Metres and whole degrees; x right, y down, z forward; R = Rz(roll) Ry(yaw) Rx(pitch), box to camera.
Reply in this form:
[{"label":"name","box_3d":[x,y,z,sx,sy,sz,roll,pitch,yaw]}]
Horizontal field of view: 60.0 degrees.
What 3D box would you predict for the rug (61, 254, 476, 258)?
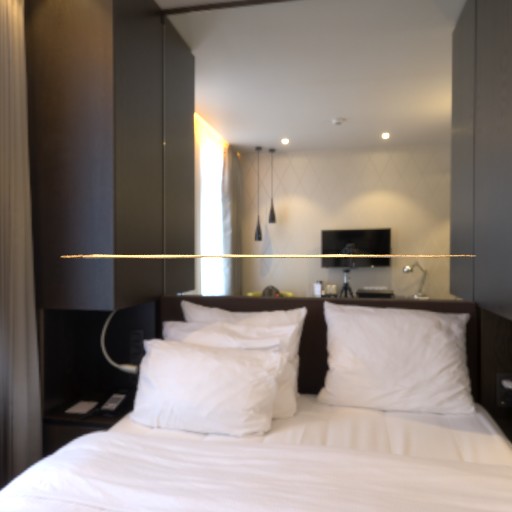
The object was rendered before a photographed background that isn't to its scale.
[{"label":"rug","box_3d":[0.000,0.000,2.418,1.861,0.017,1.218,0,0,-19]}]
